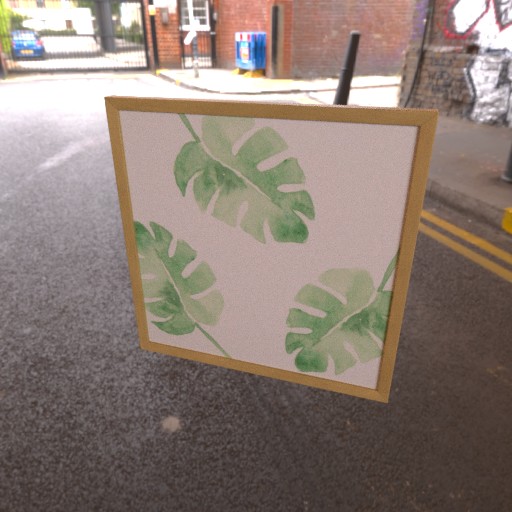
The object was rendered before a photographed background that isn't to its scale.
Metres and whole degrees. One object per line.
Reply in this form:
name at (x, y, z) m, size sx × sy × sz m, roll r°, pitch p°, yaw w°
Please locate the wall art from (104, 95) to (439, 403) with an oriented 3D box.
wall art at (0.000, 0.000, 1.155) m, size 0.763 × 0.763 × 0.037 m, roll 8°, pitch 28°, yaw 16°
